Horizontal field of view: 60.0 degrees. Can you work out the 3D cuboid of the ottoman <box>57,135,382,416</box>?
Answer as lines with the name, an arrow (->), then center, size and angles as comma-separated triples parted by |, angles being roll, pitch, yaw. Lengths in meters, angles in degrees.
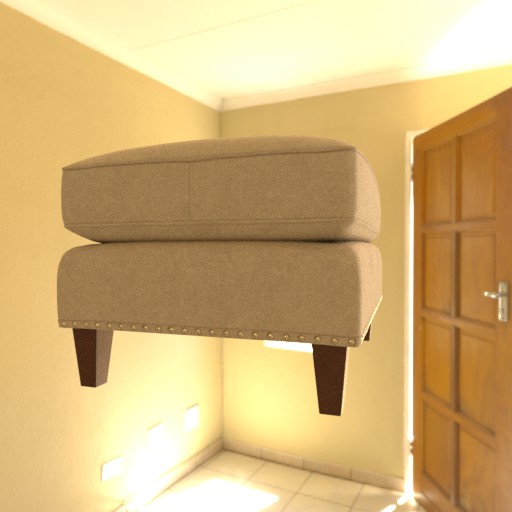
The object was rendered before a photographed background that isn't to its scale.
ottoman -> 0.000, 0.000, 1.116 | 0.584, 0.513, 0.741 | 0, 1, 18
